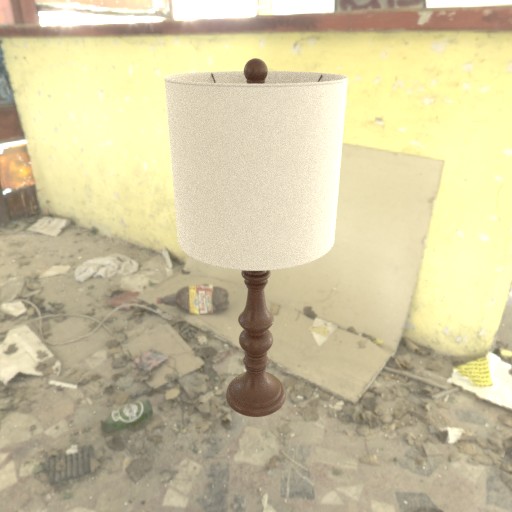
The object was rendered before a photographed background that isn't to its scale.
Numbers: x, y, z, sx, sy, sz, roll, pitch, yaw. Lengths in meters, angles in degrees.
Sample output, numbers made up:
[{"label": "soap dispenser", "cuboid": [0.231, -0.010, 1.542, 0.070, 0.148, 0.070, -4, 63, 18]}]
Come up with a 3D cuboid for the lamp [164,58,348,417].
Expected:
[{"label": "lamp", "cuboid": [0.000, 0.000, 0.732, 0.250, 0.597, 0.250, -17, 30, -31]}]
